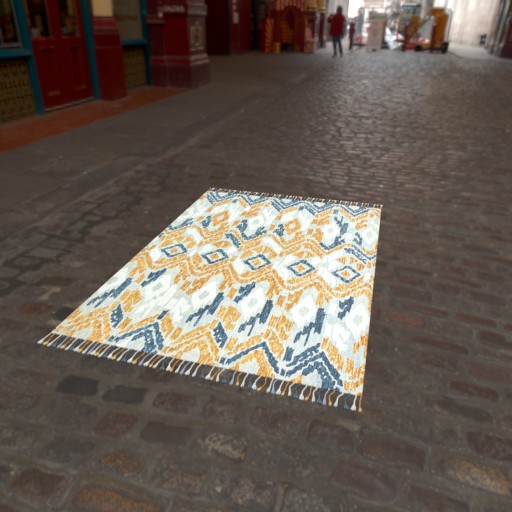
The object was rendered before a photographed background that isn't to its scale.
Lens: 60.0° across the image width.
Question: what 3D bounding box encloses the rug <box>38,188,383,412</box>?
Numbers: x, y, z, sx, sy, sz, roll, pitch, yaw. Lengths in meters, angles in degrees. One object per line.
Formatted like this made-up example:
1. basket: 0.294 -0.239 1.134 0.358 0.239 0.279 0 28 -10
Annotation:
1. rug: 0.000 0.000 2.323 1.230 0.008 1.827 8 29 14
